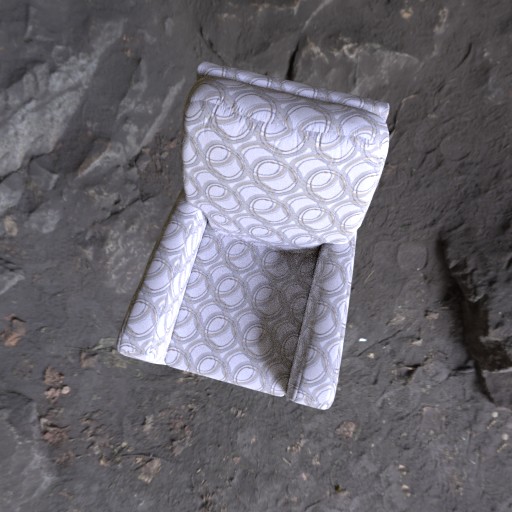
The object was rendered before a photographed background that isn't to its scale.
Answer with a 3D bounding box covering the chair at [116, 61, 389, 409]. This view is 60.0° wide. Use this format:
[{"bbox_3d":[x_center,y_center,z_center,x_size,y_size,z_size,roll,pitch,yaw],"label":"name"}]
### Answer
[{"bbox_3d":[0.000,0.000,1.741,0.796,1.065,0.995,14,76,4],"label":"chair"}]
